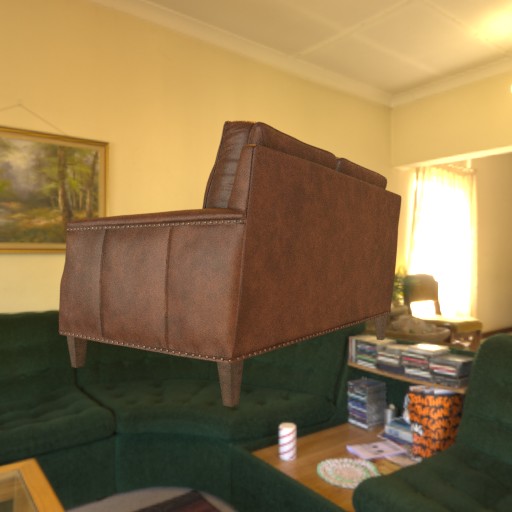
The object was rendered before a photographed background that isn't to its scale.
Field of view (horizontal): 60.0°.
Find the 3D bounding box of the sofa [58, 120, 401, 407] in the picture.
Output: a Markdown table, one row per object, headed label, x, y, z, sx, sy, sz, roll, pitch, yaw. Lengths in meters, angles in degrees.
| label | x | y | z | sx | sy | sz | roll | pitch | yaw |
| --- | --- | --- | --- | --- | --- | --- | --- | --- | --- |
| sofa | 0.000 | 0.000 | 2.320 | 1.083 | 1.003 | 1.628 | 0 | 0 | 35 |
